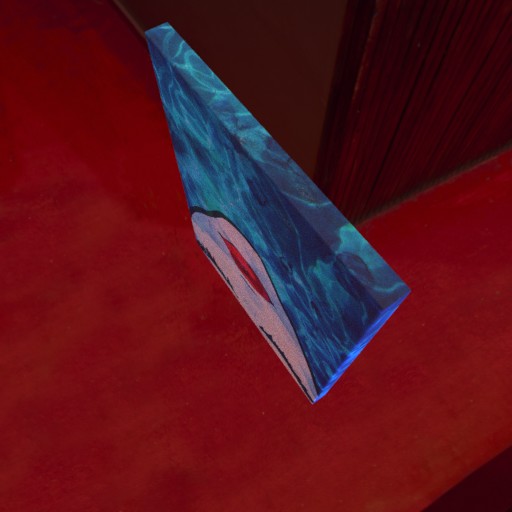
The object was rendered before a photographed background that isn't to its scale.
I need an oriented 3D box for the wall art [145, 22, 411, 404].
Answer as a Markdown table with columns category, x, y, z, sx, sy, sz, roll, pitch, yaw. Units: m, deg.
| category | x | y | z | sx | sy | sz | roll | pitch | yaw |
| --- | --- | --- | --- | --- | --- | --- | --- | --- | --- |
| wall art | 0.000 | 0.000 | 0.827 | 0.038 | 0.635 | 0.508 | -32 | 68 | -15 |
